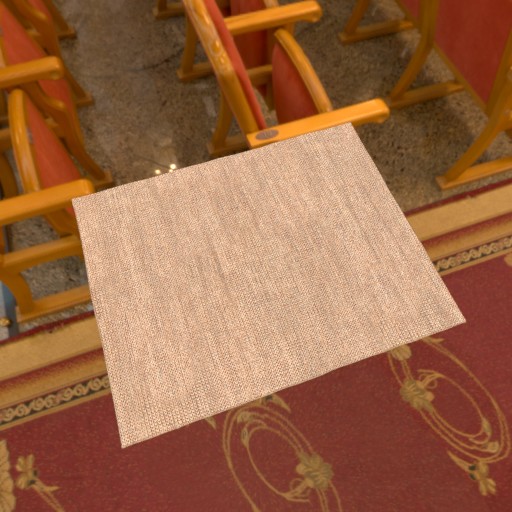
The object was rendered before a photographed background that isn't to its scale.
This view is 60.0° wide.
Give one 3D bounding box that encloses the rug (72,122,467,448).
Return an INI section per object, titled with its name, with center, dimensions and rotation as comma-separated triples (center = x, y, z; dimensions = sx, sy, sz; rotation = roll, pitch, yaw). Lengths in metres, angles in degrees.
[rug]
center = 0.000, 0.000, 4.137
dimensions = 3.052, 0.030, 2.429
rotation = -18, 65, -8
